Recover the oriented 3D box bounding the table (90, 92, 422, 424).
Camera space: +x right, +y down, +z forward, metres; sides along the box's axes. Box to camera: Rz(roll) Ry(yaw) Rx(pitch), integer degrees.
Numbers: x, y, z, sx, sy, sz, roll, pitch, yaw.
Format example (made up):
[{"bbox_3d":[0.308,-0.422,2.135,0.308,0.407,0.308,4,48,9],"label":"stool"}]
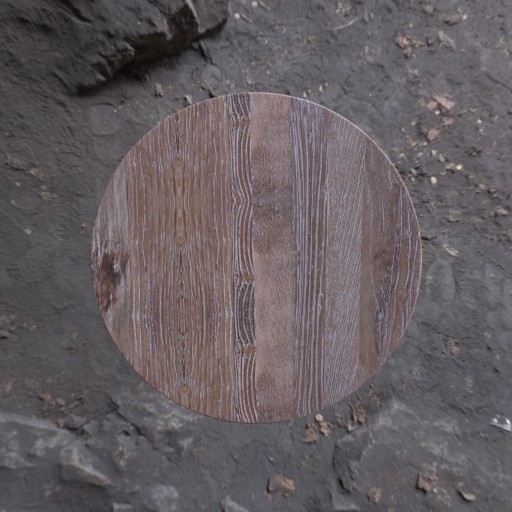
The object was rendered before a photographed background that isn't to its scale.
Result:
[{"bbox_3d":[0.000,0.000,0.915,0.500,0.500,0.500,0,91,0],"label":"table"}]
